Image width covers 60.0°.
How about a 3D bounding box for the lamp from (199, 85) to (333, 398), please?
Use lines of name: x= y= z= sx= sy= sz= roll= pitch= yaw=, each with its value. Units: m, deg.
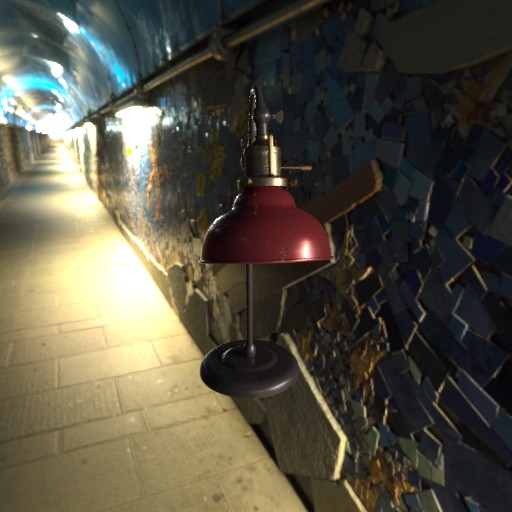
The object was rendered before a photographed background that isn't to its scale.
lamp: x=0.000 y=0.000 z=0.704 sx=0.192 sy=0.508 sz=0.374 roll=-2 pitch=16 yaw=-8
